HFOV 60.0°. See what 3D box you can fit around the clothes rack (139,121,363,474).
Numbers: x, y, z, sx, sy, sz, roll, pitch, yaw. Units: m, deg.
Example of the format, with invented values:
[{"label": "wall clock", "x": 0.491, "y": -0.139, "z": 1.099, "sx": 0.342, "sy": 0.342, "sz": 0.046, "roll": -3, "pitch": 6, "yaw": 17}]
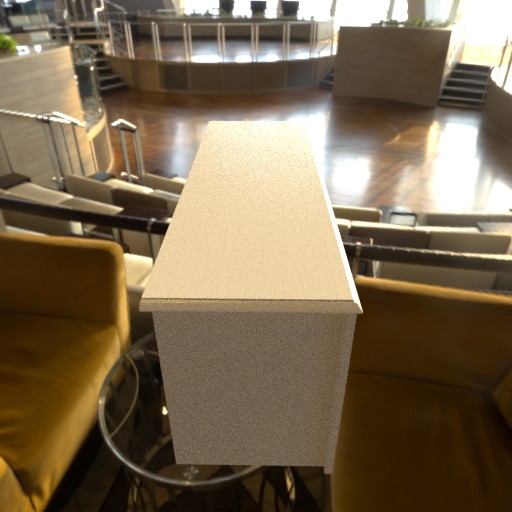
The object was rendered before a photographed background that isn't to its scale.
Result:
[{"label": "clothes rack", "x": 0.000, "y": 0.000, "z": 1.458, "sx": 0.405, "sy": 0.558, "sz": 1.218, "roll": 0, "pitch": 32, "yaw": 1}]
